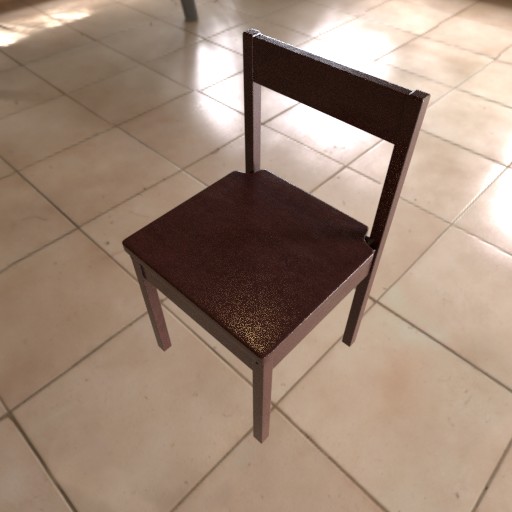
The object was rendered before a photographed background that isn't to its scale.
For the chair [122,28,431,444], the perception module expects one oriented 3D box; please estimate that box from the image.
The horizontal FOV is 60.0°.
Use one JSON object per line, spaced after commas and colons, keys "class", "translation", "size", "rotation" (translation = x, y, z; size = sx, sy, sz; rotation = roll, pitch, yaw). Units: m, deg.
{"class": "chair", "translation": [0.000, 0.000, 0.875], "size": [0.367, 0.668, 0.361], "rotation": [35, 56, 27]}
